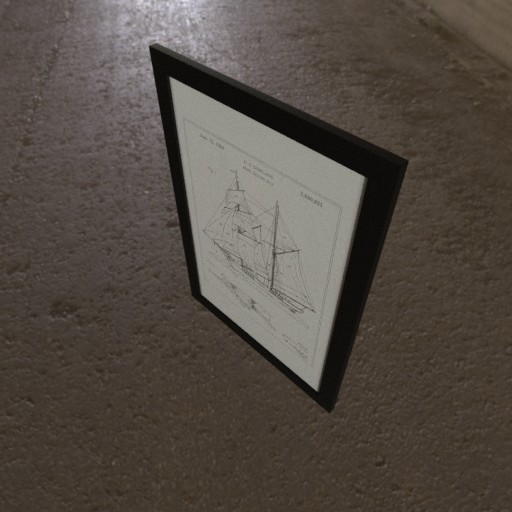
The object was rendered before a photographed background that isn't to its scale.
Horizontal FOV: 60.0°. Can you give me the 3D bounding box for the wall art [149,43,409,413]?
[{"bbox_3d":[0.000,0.000,0.592,0.326,0.459,0.011,36,56,28],"label":"wall art"}]
